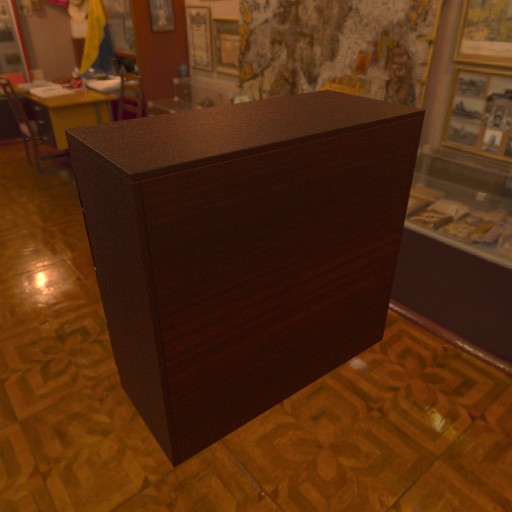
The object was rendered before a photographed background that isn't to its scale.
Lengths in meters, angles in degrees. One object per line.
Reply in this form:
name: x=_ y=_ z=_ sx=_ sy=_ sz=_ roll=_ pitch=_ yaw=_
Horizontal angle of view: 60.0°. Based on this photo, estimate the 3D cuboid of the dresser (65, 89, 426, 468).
dresser: x=0.000 y=0.000 z=1.175 sx=0.750 sy=0.720 sz=0.360 roll=-21 pitch=36 yaw=-31
